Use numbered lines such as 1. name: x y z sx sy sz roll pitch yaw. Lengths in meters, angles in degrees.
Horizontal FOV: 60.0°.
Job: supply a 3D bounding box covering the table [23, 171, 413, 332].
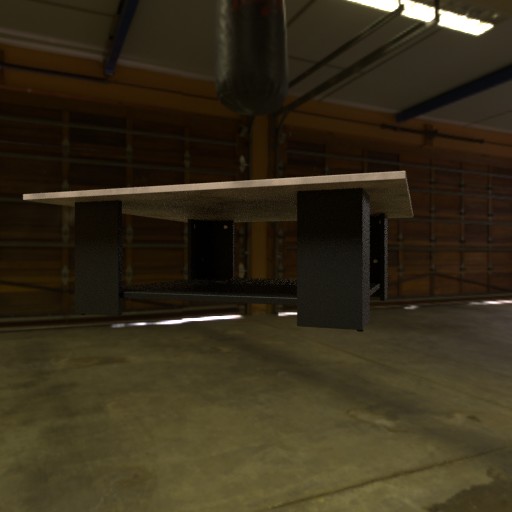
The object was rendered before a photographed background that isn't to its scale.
1. table: 0.000 0.000 1.351 0.890 0.305 0.890 0 0 20
